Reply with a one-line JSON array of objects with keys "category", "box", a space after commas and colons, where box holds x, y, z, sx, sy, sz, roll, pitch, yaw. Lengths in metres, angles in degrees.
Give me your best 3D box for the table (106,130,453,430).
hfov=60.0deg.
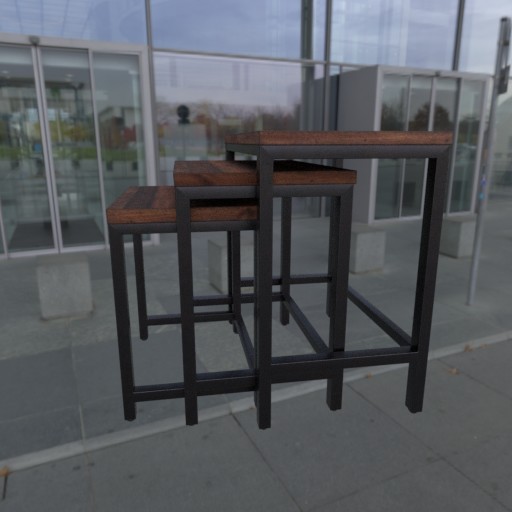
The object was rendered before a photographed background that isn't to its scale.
[{"category": "table", "box": [0.000, 0.000, 1.156, 0.660, 0.616, 0.608, -2, 15, -9]}]
